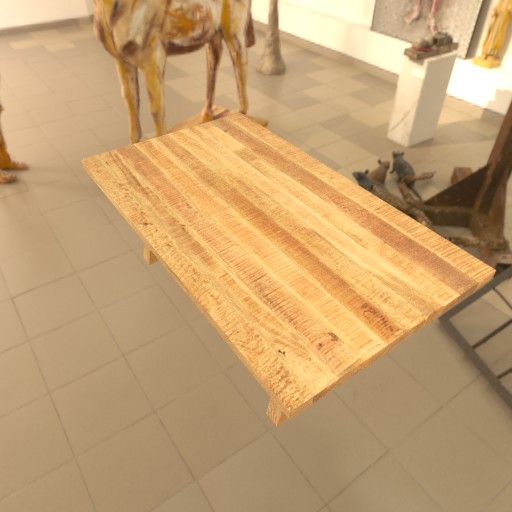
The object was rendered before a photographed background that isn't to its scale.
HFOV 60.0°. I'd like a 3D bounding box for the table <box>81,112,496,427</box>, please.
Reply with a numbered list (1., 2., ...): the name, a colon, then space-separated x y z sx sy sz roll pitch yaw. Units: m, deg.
1. table: 0.000 0.000 1.664 0.760 0.455 1.320 -25 48 -26
